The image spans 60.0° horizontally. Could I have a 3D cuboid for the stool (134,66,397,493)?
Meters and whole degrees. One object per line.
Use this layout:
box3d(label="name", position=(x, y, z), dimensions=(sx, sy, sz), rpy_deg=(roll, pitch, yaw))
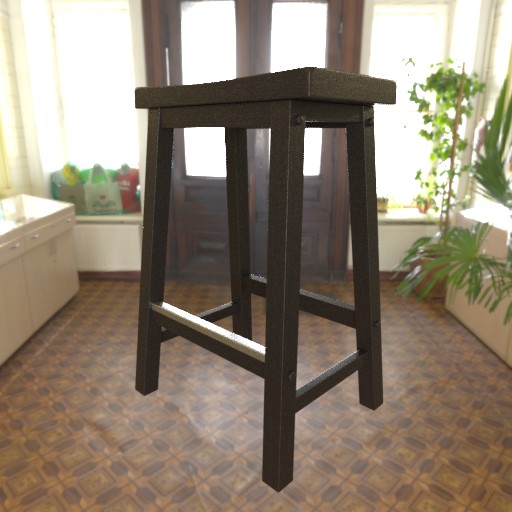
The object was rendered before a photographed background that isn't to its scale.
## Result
box3d(label="stool", position=(0.000, 0.000, 0.839), dimensions=(0.406, 0.610, 0.322), rpy_deg=(15, 21, 42))
